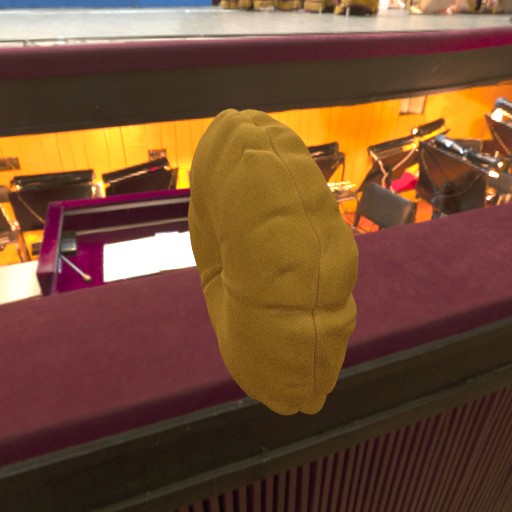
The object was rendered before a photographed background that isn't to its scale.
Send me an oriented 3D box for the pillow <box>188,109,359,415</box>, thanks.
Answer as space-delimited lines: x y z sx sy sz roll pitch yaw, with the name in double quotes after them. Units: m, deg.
0.000 0.000 0.644 0.148 0.407 0.428 -11 34 -16 "pillow"
